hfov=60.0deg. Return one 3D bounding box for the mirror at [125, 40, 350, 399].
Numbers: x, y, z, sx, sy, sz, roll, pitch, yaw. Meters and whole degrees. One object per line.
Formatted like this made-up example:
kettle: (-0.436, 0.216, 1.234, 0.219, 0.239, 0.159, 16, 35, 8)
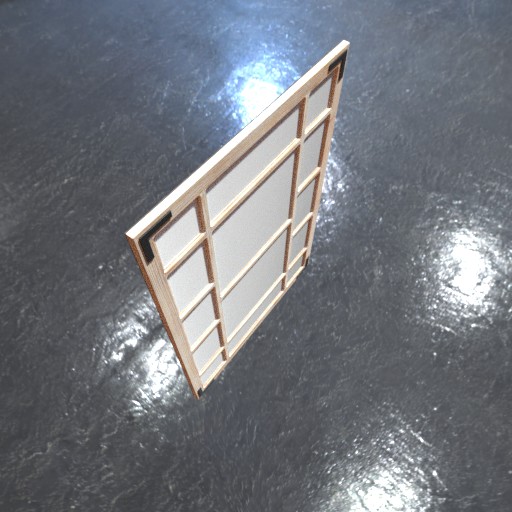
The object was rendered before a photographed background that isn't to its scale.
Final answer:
mirror: (0.000, 0.000, 1.308, 0.025, 0.996, 0.705, 32, 63, 19)
